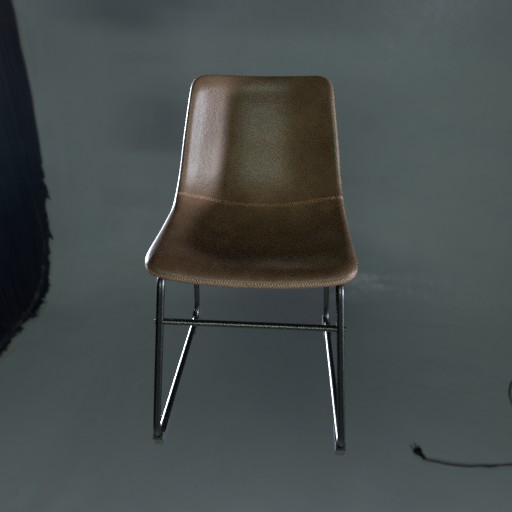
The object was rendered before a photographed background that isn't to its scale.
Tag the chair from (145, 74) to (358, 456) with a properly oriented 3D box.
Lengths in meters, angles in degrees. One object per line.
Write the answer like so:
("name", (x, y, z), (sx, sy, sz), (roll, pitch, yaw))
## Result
("chair", (0.000, 0.000, 1.103), (0.460, 0.780, 0.551), (2, 30, 3))
